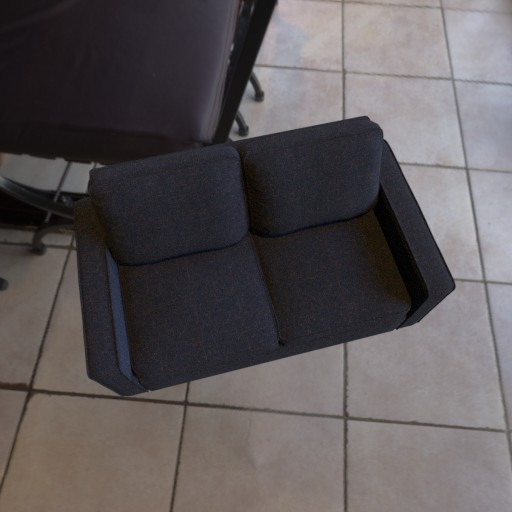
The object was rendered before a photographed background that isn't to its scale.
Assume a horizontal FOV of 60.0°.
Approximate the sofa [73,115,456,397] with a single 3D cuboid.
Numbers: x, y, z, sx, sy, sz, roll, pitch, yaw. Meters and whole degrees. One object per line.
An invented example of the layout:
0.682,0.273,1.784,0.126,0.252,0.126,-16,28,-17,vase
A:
0.000,0.000,2.272,1.709,0.918,0.947,-13,65,-6,sofa
